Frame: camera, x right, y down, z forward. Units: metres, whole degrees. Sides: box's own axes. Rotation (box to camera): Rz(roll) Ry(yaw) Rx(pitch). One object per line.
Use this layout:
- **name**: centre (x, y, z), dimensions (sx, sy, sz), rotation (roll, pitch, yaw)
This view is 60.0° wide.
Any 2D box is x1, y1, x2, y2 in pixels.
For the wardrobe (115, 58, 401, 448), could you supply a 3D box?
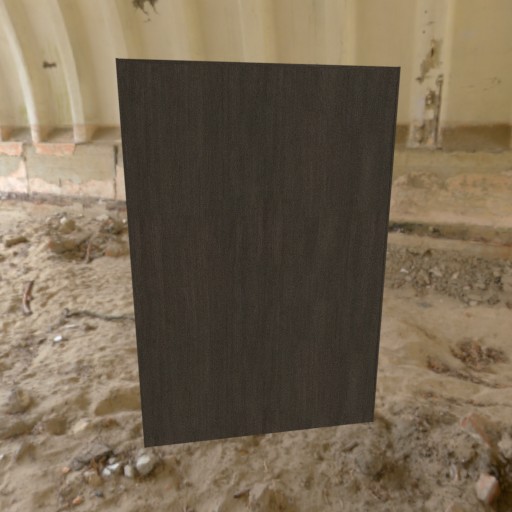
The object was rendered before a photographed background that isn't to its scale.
- **wardrobe**: centre (0.000, 0.000, 2.455), dimensions (1.290, 1.910, 0.510), rotation (-3, 15, -10)
